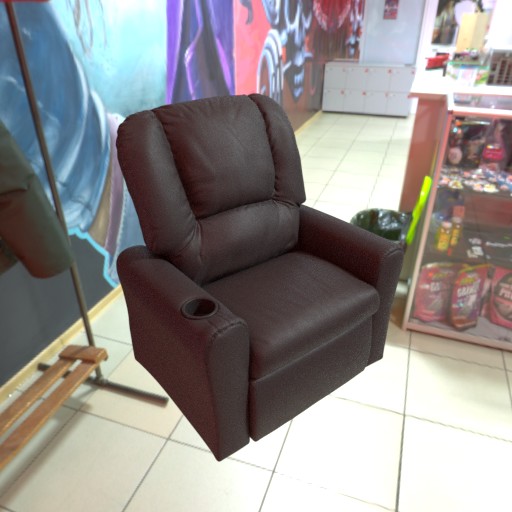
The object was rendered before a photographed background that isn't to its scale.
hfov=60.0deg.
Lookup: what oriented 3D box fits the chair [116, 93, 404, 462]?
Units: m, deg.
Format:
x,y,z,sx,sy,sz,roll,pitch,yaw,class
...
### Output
x,y,z,sx,sy,sz,roll,pitch,yaw,class
0.000,0.000,1.124,0.610,0.709,0.521,-21,35,-32,chair
